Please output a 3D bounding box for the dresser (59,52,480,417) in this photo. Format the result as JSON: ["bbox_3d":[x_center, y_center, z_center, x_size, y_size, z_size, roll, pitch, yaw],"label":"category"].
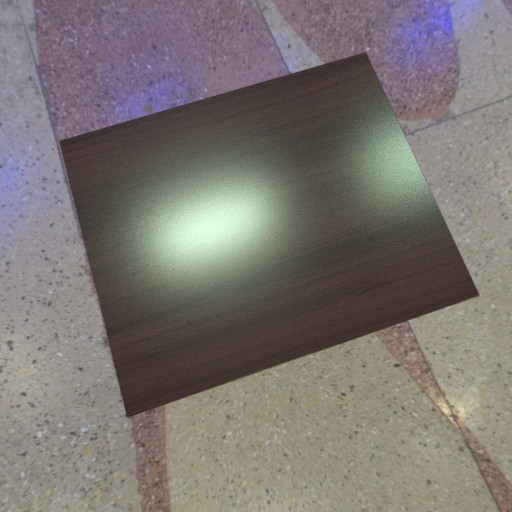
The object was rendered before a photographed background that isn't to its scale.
[{"bbox_3d":[0.000,0.000,0.743,0.400,0.470,0.360,-18,76,-5],"label":"dresser"}]
